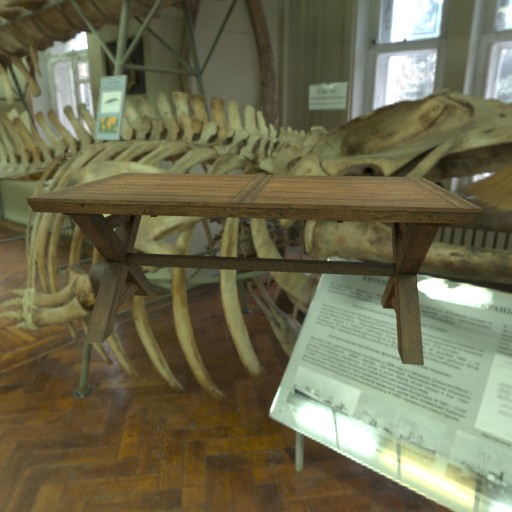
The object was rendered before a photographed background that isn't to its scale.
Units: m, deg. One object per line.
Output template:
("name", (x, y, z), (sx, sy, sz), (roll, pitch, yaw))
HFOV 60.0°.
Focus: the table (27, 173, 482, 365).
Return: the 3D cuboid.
("table", (0.000, 0.000, 2.515), (1.966, 0.793, 1.071), (2, 17, 7))
